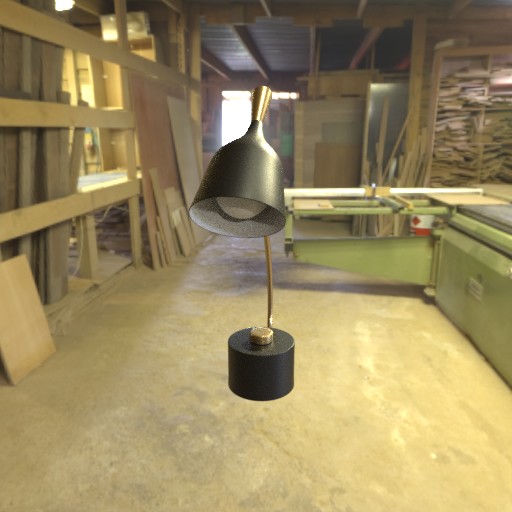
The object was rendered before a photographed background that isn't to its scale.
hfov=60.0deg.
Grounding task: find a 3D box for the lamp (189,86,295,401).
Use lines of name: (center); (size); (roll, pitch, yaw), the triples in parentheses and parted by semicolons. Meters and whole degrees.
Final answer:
lamp: (0.000, 0.000, 0.627); (0.110, 0.464, 0.352); (2, 14, 9)
